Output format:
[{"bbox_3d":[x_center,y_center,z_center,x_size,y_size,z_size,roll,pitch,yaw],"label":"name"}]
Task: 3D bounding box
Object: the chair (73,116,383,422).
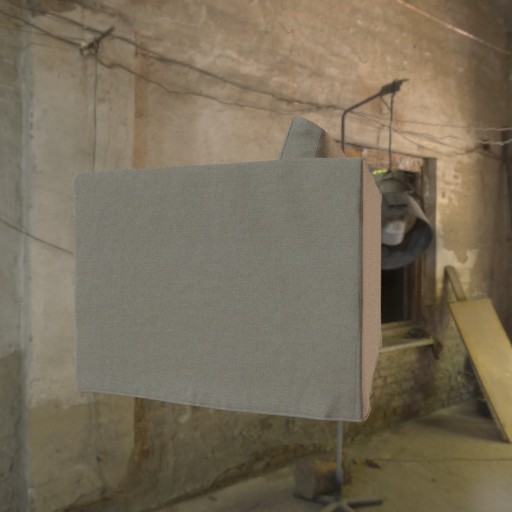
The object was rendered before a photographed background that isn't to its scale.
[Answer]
[{"bbox_3d":[0.000,0.000,1.774,0.949,0.863,1.057,0,1,18],"label":"chair"}]
